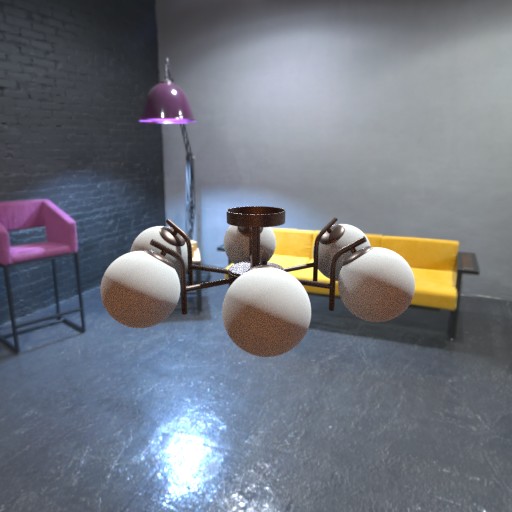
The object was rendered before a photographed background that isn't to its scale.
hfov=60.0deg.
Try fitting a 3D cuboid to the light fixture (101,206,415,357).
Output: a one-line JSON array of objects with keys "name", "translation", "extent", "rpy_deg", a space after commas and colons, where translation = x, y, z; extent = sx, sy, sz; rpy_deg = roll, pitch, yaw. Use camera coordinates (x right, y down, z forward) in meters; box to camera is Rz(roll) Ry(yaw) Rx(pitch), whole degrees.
[{"name": "light fixture", "translation": [0.000, 0.000, 0.965], "extent": [0.662, 0.201, 0.662], "rpy_deg": [0, 14, 0]}]
